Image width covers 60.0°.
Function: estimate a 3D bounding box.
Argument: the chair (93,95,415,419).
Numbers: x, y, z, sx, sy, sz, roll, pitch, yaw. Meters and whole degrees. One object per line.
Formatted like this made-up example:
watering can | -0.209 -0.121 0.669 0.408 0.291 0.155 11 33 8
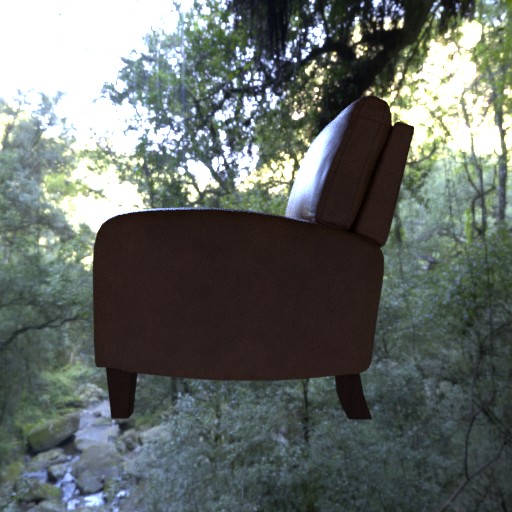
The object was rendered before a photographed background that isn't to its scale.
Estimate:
chair | 0.000 0.000 1.659 0.990 0.990 0.762 0 -1 0
